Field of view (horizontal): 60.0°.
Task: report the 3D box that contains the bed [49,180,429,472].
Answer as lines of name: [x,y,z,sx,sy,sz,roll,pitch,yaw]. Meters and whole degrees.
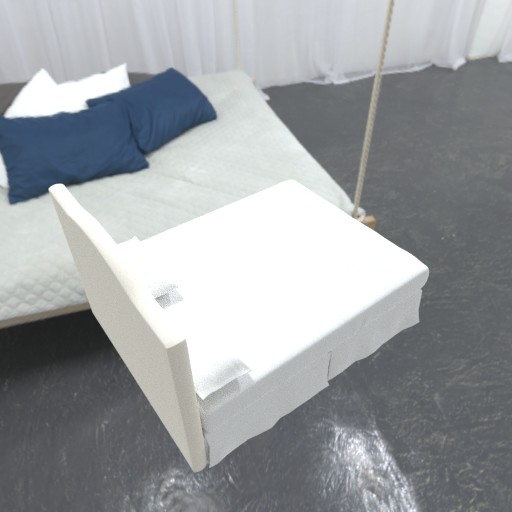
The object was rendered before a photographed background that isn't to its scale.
bed: [0.000,0.000,3.442,2.282,1.436,1.821,-26,48,-27]
